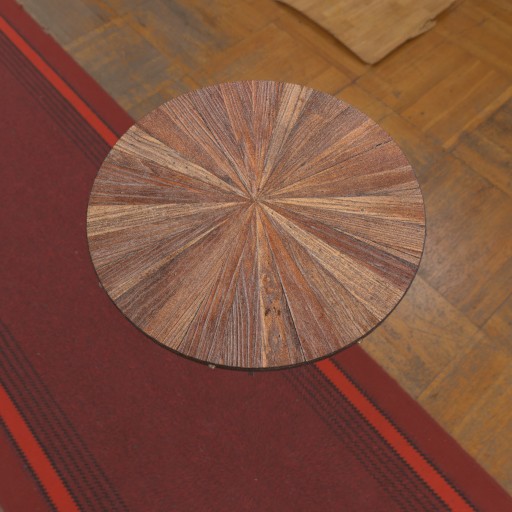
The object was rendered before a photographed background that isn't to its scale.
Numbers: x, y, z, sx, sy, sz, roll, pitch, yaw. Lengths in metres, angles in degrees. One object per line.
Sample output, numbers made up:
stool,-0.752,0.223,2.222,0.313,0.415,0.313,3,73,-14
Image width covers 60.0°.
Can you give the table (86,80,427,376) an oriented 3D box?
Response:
table,0.000,0.000,1.458,0.885,0.658,0.885,0,63,0
